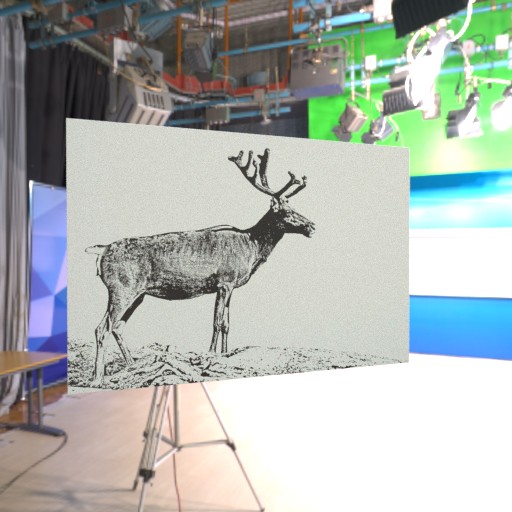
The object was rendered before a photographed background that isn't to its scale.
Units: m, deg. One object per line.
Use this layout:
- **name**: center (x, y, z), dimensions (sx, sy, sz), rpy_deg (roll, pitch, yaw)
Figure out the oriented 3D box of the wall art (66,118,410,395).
- **wall art**: center (0.000, 0.000, 0.777), dimensions (0.608, 0.414, 0.042), rpy_deg (0, 1, -18)
